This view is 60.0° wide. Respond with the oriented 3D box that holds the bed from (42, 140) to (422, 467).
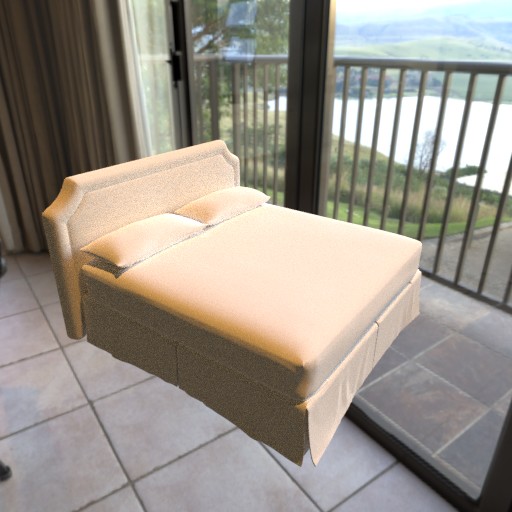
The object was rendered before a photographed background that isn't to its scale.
[{"bbox_3d":[0.000,0.000,3.495,2.204,1.301,2.160,17,31,32],"label":"bed"}]
